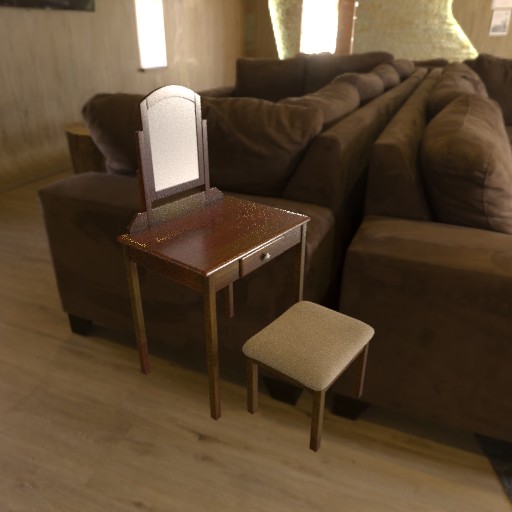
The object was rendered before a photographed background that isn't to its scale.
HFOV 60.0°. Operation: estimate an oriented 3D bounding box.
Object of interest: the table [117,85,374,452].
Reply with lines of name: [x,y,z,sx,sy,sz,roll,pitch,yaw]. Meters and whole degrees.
table: [0.000,0.000,2.345,1.211,1.631,0.876,19,32,34]
